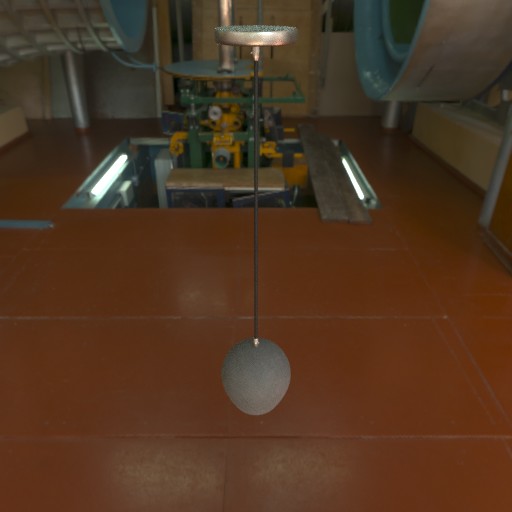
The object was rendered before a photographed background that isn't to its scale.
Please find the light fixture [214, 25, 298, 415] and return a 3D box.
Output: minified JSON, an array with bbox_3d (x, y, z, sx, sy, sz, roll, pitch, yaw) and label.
[{"bbox_3d":[0.000,0.000,0.830,0.153,0.760,0.153,19,36,29],"label":"light fixture"}]
